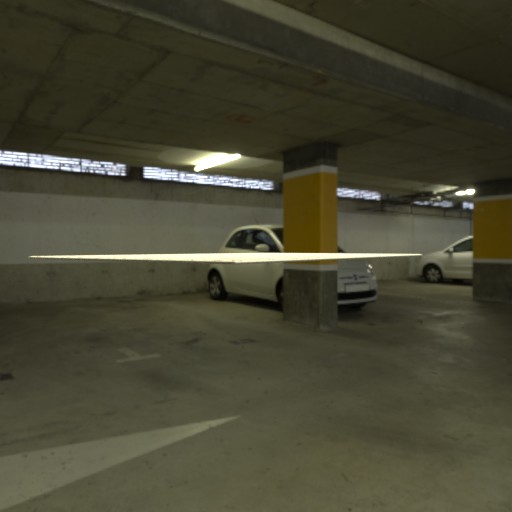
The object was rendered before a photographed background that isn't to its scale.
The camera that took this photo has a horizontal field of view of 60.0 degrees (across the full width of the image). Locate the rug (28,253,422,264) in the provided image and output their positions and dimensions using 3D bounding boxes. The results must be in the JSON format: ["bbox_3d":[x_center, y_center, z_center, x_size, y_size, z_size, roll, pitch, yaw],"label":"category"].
[{"bbox_3d":[0.000,0.000,3.559,1.819,0.018,2.746,1,1,37],"label":"rug"}]
